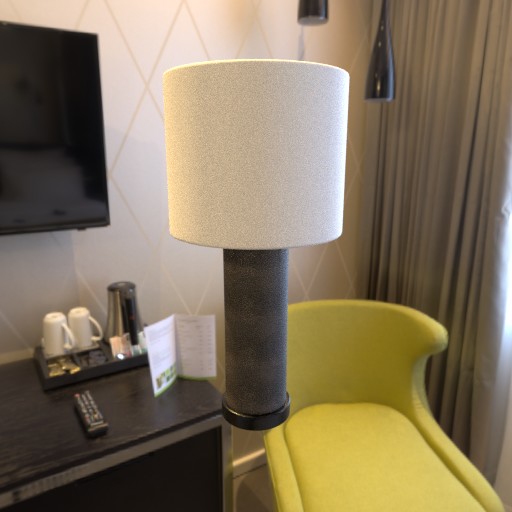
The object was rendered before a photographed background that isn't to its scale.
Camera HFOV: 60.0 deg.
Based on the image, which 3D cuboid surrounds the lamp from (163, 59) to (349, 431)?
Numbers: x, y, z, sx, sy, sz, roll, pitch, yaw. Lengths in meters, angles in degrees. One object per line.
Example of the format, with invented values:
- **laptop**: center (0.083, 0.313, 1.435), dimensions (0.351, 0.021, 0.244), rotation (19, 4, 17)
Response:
- **lamp**: center (0.000, 0.000, 0.811), dimensions (0.305, 0.634, 0.305), rotation (7, 15, 26)
